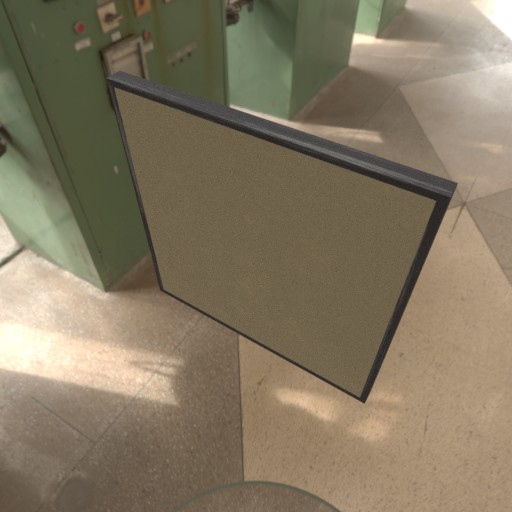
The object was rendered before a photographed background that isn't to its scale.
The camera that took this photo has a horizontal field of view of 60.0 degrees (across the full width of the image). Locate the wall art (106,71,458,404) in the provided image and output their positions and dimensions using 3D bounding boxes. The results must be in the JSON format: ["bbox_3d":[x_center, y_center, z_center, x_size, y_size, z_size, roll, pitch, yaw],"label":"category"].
[{"bbox_3d":[0.000,0.000,1.135,0.762,0.758,0.043,25,52,21],"label":"wall art"}]
